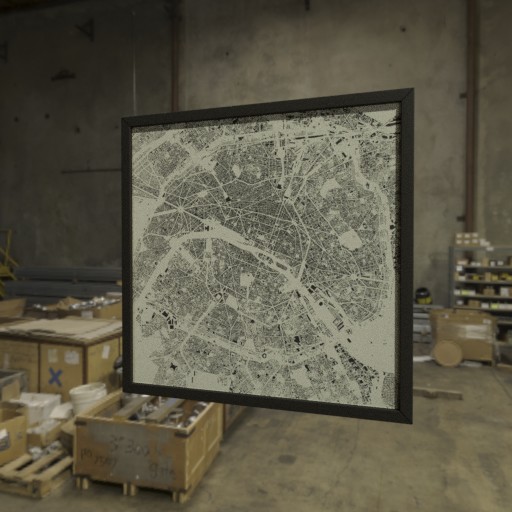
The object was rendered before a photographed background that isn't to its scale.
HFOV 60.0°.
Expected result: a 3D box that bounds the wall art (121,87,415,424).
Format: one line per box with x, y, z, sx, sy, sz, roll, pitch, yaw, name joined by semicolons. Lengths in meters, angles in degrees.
0.000;0.000;0.759;0.508;0.508;0.037;0;1;17;wall art
